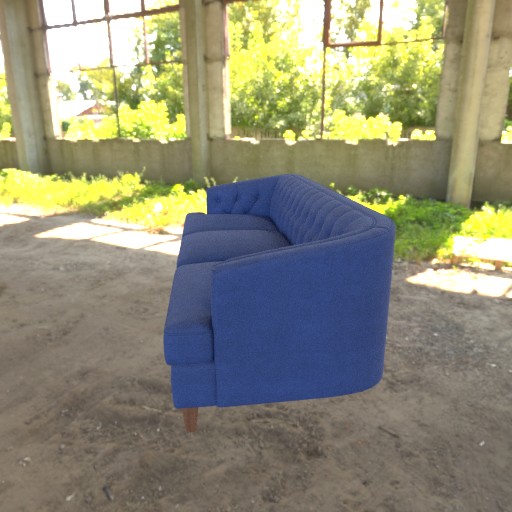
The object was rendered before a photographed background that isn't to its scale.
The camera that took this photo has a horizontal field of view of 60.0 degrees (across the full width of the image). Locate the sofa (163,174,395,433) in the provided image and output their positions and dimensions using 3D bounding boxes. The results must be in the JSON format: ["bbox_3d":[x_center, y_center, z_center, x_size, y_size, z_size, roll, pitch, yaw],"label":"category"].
[{"bbox_3d":[0.000,0.000,2.657,0.914,0.787,2.235,-2,16,-6],"label":"sofa"}]
